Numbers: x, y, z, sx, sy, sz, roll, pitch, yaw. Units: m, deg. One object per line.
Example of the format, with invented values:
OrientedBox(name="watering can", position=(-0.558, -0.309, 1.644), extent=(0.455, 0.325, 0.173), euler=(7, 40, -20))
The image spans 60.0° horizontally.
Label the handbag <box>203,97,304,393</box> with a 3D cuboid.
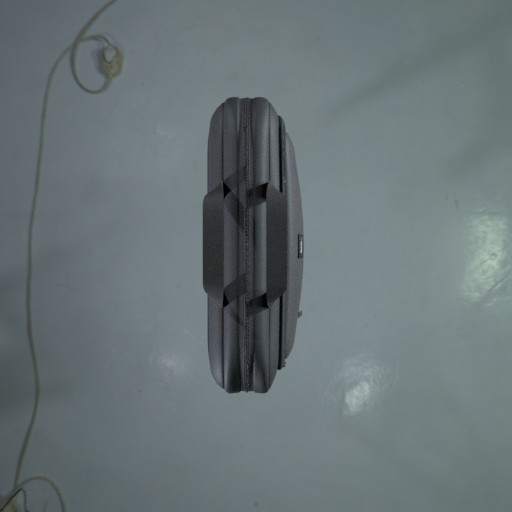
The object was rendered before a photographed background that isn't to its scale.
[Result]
OrientedBox(name="handbag", position=(0.000, 0.000, 0.596), extent=(0.126, 0.330, 0.429), euler=(0, 90, 0))
